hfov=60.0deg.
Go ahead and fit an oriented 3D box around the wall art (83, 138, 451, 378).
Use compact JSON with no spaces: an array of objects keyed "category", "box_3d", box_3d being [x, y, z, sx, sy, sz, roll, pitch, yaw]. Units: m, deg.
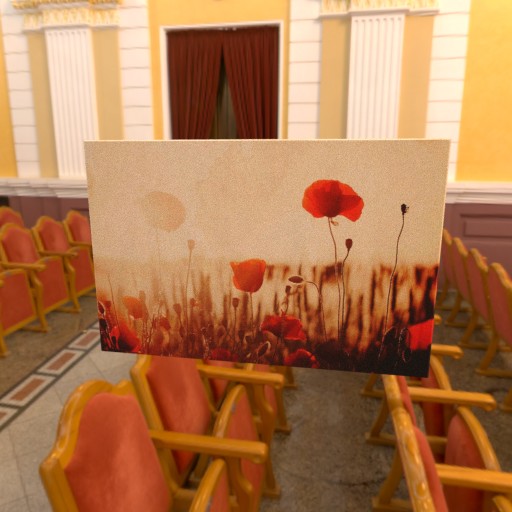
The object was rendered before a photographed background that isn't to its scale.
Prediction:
[{"category":"wall art","box_3d":[0.000,0.000,0.792,0.613,0.402,0.040,2,13,10]}]
